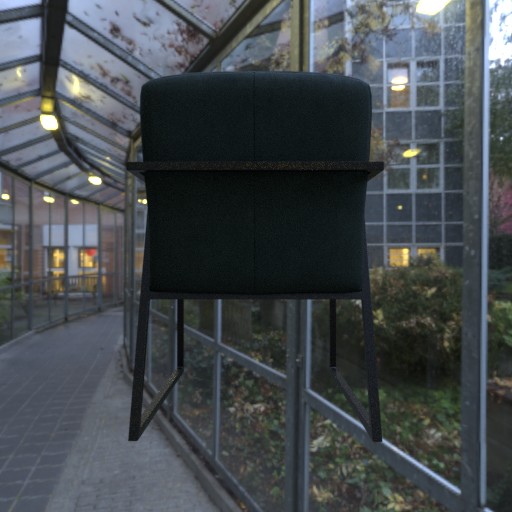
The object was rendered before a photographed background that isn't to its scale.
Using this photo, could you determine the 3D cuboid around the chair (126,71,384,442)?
[{"bbox_3d":[0.000,0.000,1.301,0.571,0.833,0.677,0,0,1],"label":"chair"}]
